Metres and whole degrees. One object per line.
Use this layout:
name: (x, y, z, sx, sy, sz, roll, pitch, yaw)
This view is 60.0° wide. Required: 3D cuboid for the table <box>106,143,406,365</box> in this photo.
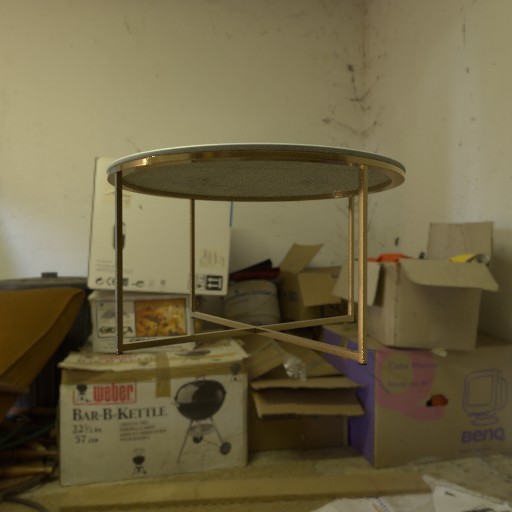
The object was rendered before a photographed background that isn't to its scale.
table: (0.000, 0.000, 1.253, 0.800, 0.450, 0.800, 0, 1, 0)
